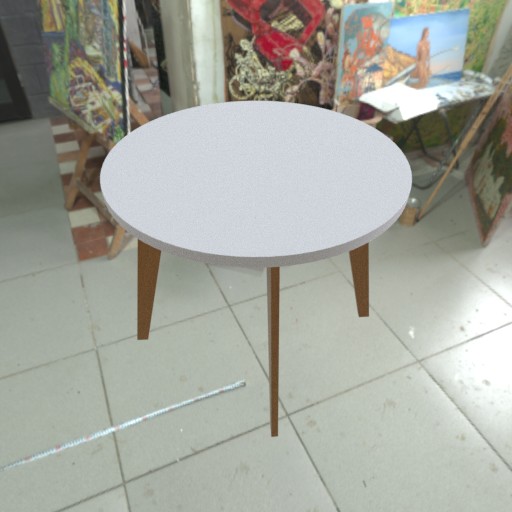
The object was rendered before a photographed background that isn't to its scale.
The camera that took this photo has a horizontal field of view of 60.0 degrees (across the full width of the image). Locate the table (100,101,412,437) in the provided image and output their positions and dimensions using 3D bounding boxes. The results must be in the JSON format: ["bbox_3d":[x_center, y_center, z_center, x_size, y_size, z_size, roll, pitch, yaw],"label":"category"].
[{"bbox_3d":[0.000,0.000,1.564,0.896,0.762,0.896,0,41,0],"label":"table"}]
